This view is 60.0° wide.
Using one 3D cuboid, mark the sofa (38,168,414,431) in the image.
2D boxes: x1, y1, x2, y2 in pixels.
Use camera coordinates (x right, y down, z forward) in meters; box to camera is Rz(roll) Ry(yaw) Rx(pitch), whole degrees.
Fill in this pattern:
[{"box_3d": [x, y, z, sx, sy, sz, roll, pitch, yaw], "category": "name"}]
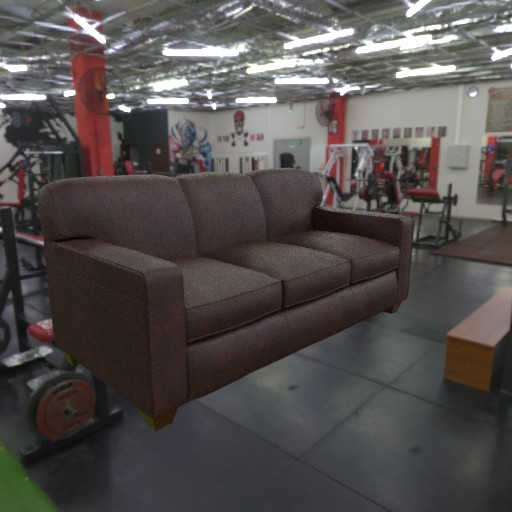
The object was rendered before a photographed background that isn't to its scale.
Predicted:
[{"box_3d": [0.000, 0.000, 2.566, 2.039, 0.953, 1.008, -13, 18, -43], "category": "sofa"}]
